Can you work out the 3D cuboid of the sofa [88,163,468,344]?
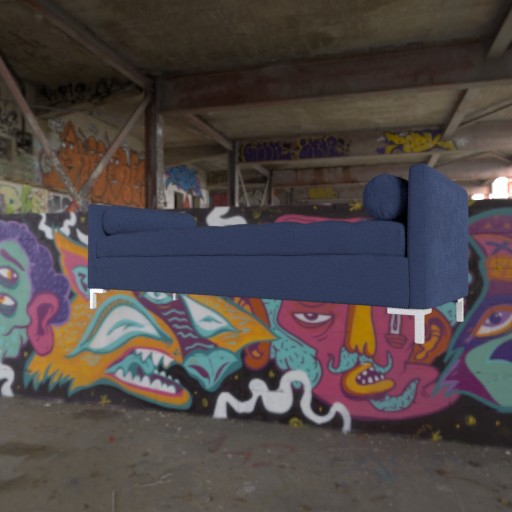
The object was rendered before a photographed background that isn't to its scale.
[{"bbox_3d":[0.000,0.000,2.512,2.102,0.657,0.797,0,-1,36],"label":"sofa"}]
